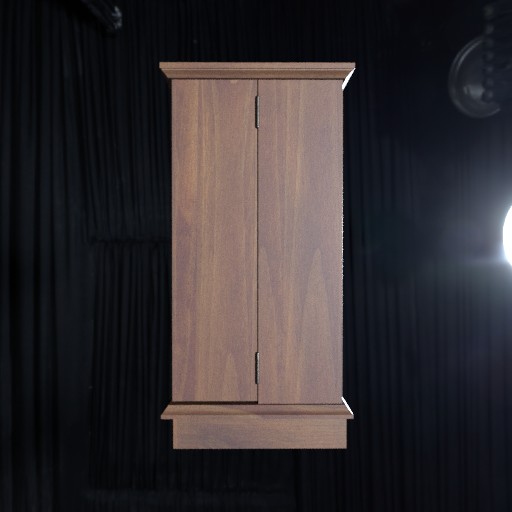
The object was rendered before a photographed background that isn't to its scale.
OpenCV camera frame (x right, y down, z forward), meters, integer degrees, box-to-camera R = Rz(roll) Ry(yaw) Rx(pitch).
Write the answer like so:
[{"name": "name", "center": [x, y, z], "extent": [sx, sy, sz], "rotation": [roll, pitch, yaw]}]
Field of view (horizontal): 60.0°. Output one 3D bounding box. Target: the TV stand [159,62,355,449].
[{"name": "TV stand", "center": [0.000, 0.000, 1.457], "extent": [0.406, 0.813, 1.067], "rotation": [0, 0, 0]}]
